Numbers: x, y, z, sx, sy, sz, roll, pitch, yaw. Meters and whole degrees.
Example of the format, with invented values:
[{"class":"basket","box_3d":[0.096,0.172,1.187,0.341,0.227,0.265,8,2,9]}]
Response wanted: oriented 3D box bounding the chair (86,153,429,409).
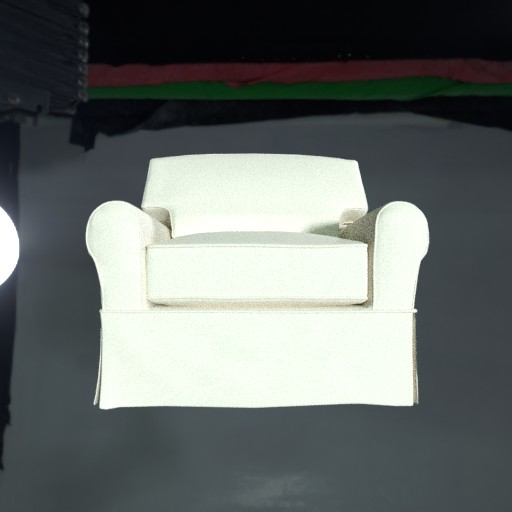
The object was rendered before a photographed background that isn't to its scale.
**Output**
[{"class":"chair","box_3d":[0.000,0.000,1.797,1.099,0.958,0.904,0,0,-1]}]
